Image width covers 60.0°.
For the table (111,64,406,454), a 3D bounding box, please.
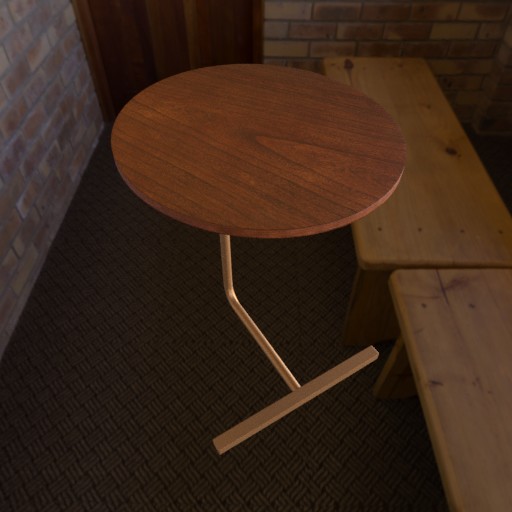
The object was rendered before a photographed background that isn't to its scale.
[{"bbox_3d":[0.000,0.000,1.095,0.530,0.706,0.577,-24,51,-21],"label":"table"}]
